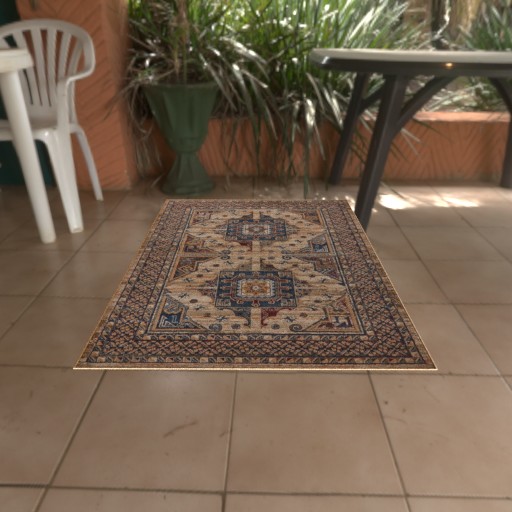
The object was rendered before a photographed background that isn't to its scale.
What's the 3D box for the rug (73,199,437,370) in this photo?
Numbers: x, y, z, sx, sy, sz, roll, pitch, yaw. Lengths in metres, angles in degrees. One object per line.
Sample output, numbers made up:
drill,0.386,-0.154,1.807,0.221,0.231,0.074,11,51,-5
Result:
rug,0.000,0.000,2.949,1.611,0.008,2.227,0,27,0
